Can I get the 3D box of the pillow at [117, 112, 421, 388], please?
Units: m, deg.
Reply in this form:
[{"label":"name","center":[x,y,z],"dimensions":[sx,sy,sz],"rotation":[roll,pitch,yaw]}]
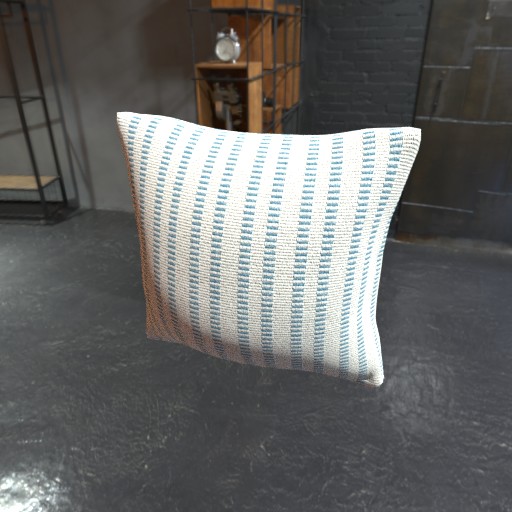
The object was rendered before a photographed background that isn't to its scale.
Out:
[{"label":"pillow","center":[0.000,0.000,0.696],"dimensions":[0.438,0.419,0.247],"rotation":[8,28,16]}]
